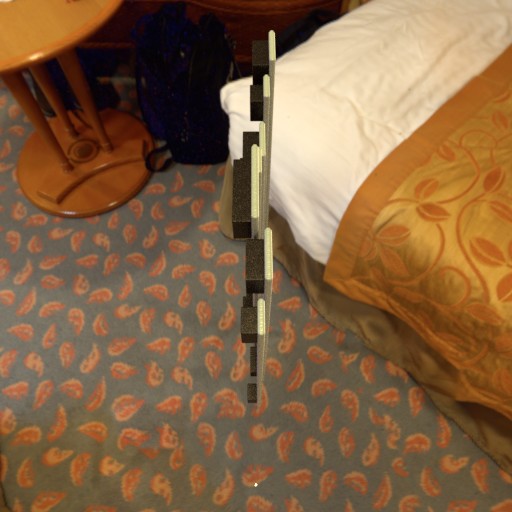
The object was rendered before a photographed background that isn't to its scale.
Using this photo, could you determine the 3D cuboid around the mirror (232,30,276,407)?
[{"bbox_3d":[0.000,0.000,0.818,0.058,0.611,0.445,0,63,0],"label":"mirror"}]
